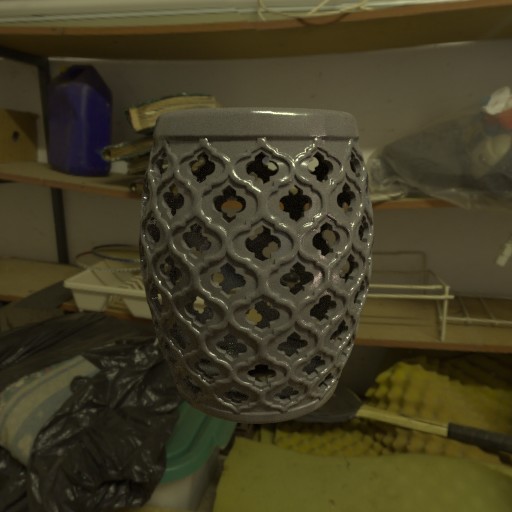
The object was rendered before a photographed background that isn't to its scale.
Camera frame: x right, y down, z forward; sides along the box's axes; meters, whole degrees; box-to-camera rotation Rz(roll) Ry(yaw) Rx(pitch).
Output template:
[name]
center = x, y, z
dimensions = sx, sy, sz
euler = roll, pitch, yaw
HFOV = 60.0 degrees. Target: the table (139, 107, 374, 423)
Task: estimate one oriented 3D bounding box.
[table]
center = 0.000, 0.000, 0.639
dimensions = 0.325, 0.388, 0.325
euler = 0, 14, 0
